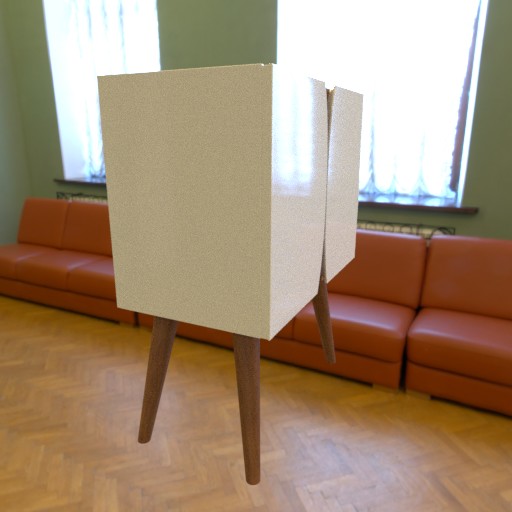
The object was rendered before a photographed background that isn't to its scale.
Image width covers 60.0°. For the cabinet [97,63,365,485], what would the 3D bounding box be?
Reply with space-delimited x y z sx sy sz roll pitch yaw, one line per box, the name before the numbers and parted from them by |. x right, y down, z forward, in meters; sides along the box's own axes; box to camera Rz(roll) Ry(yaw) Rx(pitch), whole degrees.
cabinet | 0.000 0.000 1.074 0.344 0.772 0.591 7 17 25
